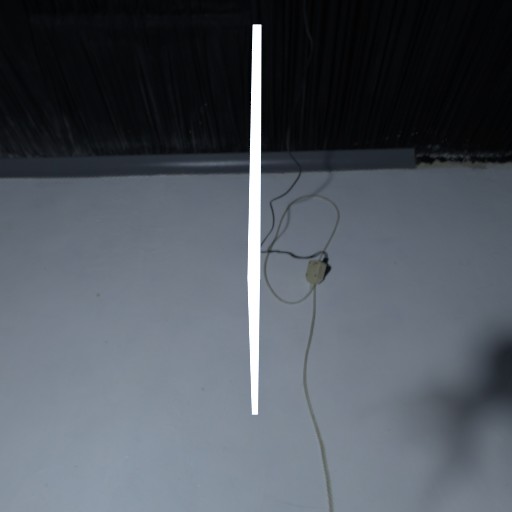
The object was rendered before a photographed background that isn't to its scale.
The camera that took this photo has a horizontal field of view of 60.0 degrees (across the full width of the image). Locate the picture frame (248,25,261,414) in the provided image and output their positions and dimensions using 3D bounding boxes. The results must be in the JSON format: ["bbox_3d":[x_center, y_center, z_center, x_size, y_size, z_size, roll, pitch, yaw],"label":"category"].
[{"bbox_3d":[0.000,0.000,0.864,0.013,0.657,0.457,0,59,0],"label":"picture frame"}]
